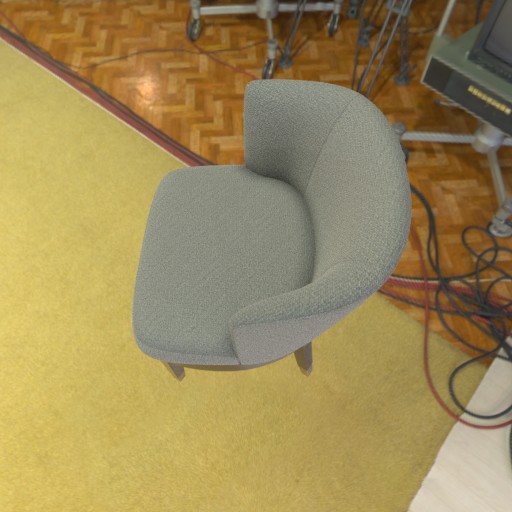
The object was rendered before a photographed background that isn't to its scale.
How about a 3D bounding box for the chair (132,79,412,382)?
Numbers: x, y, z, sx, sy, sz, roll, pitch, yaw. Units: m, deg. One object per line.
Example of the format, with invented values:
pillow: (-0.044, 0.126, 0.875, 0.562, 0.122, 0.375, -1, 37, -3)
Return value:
chair: (0.000, 0.000, 1.285, 0.660, 0.760, 0.700, 1, 59, 1)
